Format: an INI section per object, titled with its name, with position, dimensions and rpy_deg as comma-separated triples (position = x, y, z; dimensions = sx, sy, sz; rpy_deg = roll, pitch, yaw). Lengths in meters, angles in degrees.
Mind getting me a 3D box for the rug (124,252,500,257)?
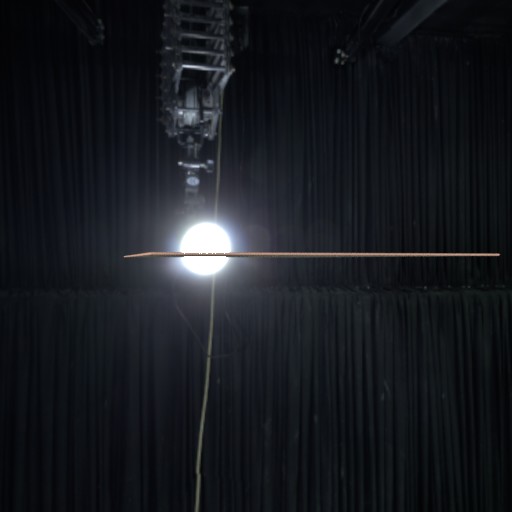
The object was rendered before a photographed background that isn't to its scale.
[rug]
position = 0.000, 0.000, 2.252
dimensions = 1.219, 0.008, 1.829
rpy_deg = 0, 0, -19
